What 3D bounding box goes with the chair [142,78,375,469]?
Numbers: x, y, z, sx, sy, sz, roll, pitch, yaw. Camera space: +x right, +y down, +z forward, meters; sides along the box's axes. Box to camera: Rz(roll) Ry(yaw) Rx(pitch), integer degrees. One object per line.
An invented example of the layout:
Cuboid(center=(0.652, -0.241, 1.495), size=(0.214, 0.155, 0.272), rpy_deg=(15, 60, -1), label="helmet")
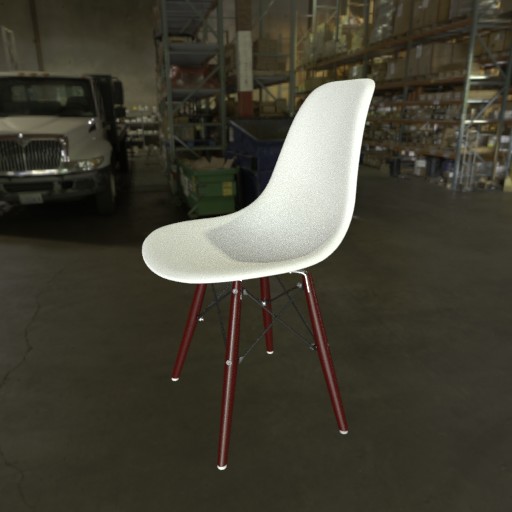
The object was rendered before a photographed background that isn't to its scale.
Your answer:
Cuboid(center=(0.000, 0.000, 1.095), size=(0.533, 0.826, 0.470), rpy_deg=(-8, 20, -25), label="chair")
